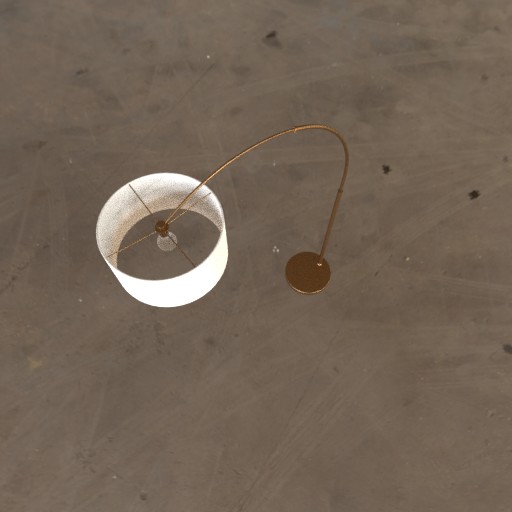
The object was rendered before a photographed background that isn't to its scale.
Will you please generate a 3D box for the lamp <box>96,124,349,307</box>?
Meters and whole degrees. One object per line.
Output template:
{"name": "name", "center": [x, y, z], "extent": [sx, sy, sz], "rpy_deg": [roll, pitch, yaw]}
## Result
{"name": "lamp", "center": [0.000, 0.000, 2.598], "extent": [1.434, 1.927, 0.493], "rpy_deg": [-35, 68, -16]}
